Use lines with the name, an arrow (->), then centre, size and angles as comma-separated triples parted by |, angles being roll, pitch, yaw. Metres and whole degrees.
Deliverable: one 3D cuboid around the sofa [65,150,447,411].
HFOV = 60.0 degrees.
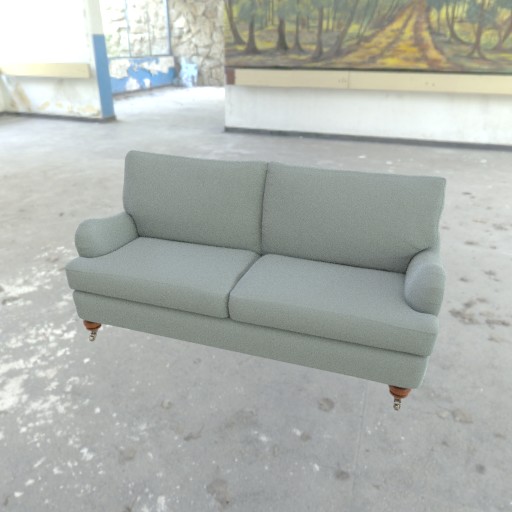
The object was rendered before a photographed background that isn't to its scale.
sofa -> 0.000, 0.000, 2.817 | 2.193, 1.096, 1.069 | 8, 27, 16
